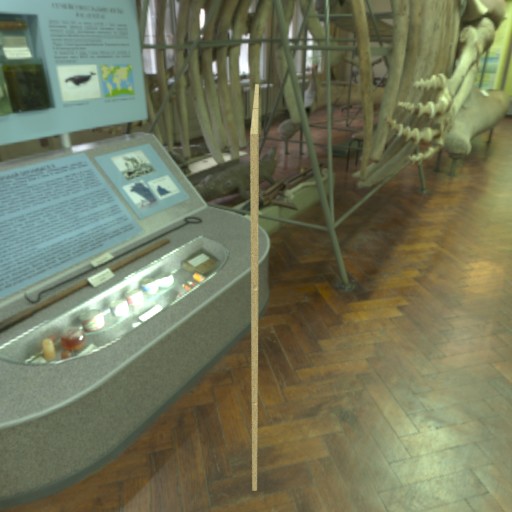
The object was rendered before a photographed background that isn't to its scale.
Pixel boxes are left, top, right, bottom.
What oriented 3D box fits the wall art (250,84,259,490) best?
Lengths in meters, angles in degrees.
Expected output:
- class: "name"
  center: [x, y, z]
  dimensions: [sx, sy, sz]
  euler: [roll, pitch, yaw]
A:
- class: "wall art"
  center: [0.000, 0.000, 1.809]
  dimensions: [0.016, 1.207, 1.217]
  euler: [0, 26, 0]
